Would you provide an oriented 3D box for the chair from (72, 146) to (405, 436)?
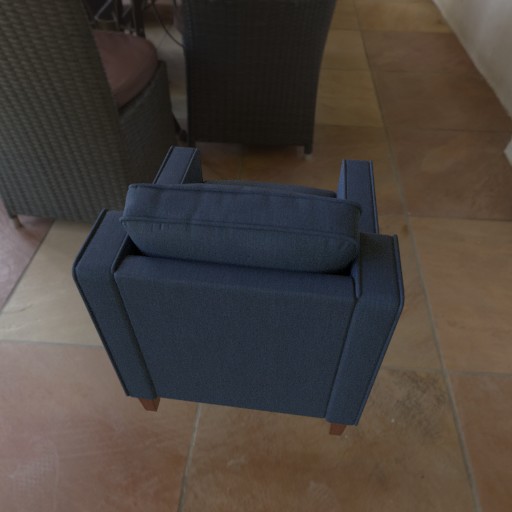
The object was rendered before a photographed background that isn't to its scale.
[{"bbox_3d":[0.000,0.000,1.633,0.831,0.960,0.909,5,46,5],"label":"chair"}]
